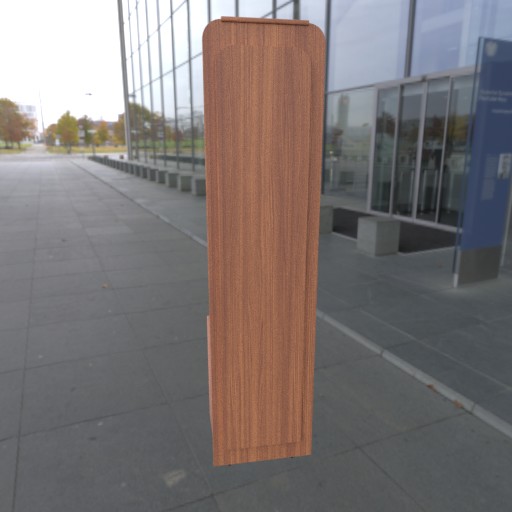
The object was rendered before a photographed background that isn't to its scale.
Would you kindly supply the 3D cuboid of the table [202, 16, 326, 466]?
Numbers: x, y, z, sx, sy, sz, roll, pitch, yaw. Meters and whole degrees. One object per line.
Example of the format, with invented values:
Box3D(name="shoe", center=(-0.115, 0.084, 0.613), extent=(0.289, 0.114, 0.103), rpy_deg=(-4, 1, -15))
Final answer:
Box3D(name="table", center=(0.000, 0.000, 1.977), extent=(0.450, 1.830, 0.420), rpy_deg=(-2, 14, -10))
